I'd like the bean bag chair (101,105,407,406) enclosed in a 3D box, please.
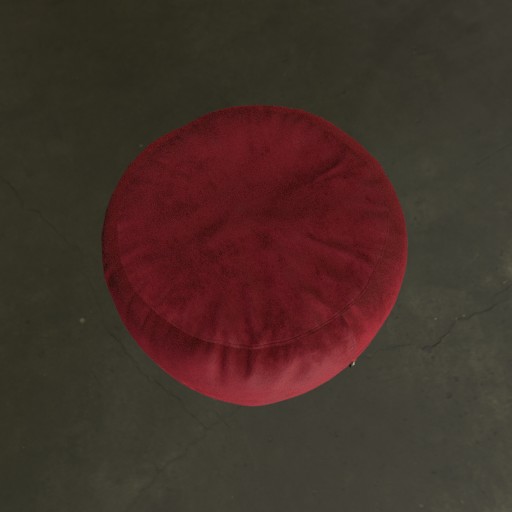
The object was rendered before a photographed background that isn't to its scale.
[{"bbox_3d":[0.000,0.000,1.937,1.219,0.762,1.219,0,65,0],"label":"bean bag chair"}]
